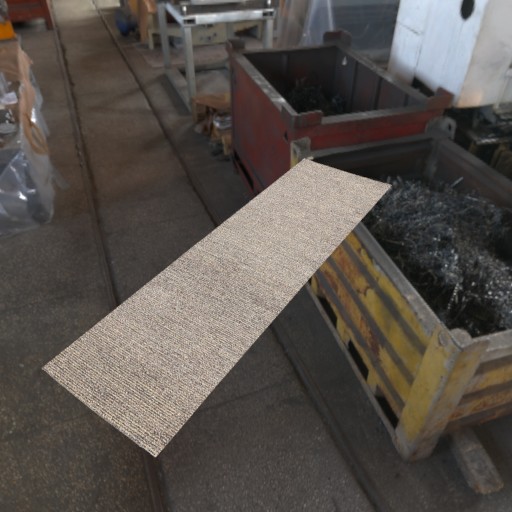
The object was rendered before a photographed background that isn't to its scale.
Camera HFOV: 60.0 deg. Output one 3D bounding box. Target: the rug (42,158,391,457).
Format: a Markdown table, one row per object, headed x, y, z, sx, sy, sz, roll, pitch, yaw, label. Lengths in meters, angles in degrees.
| x | y | z | sx | sy | sz | roll | pitch | yaw | label |
| --- | --- | --- | --- | --- | --- | --- | --- | --- | --- |
| 0.000 | 0.000 | 2.532 | 0.697 | 0.013 | 2.335 | 25 | 47 | 26 | rug |
